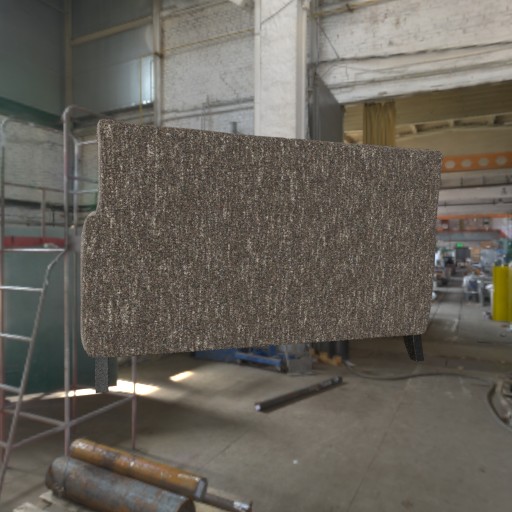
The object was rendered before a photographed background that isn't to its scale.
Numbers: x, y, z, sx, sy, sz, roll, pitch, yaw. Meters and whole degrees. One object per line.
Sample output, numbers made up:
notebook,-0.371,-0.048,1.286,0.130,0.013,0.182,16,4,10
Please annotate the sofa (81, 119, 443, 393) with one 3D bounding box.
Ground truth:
sofa,0.000,0.000,2.058,1.519,0.946,0.801,0,1,-19
